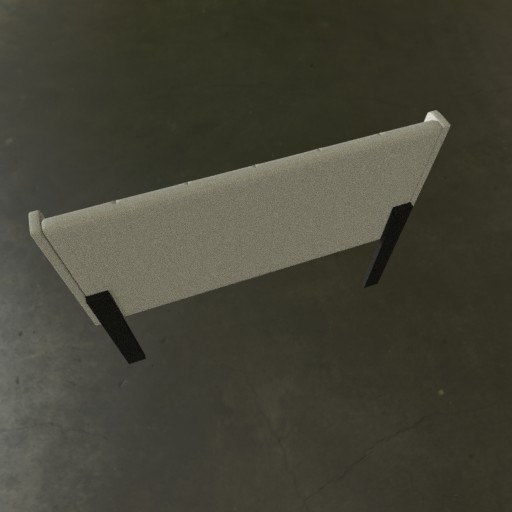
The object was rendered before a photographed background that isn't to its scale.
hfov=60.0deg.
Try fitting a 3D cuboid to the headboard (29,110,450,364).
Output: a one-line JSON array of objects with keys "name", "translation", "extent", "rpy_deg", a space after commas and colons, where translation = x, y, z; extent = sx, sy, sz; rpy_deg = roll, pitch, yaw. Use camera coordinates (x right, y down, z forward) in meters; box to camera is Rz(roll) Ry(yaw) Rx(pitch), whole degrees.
[{"name": "headboard", "translation": [0.000, 0.000, 2.711], "extent": [2.051, 1.524, 0.184], "rpy_deg": [-16, 58, -11]}]
